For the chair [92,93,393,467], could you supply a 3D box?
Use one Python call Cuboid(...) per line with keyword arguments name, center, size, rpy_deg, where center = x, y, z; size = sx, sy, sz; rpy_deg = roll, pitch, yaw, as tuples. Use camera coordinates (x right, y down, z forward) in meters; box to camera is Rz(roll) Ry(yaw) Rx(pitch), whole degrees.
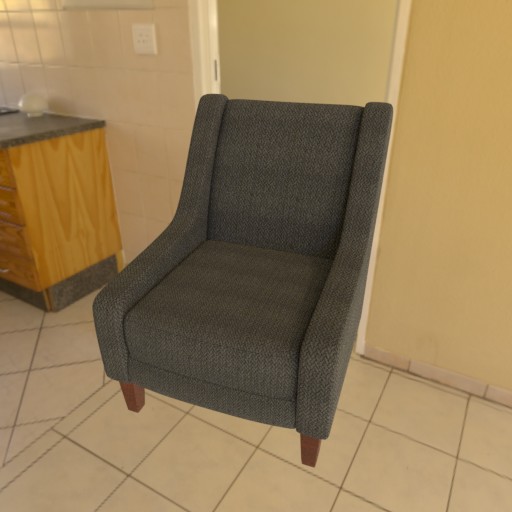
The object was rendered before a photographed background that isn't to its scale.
Cuboid(name="chair", center=(0.000, 0.000, 1.648), size=(0.793, 1.012, 0.944), rpy_deg=(10, 29, 18))
